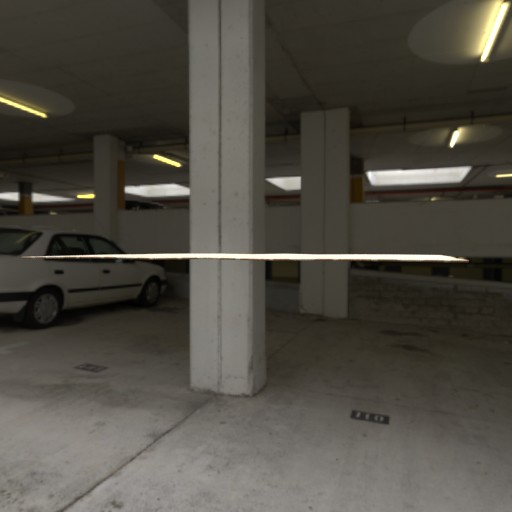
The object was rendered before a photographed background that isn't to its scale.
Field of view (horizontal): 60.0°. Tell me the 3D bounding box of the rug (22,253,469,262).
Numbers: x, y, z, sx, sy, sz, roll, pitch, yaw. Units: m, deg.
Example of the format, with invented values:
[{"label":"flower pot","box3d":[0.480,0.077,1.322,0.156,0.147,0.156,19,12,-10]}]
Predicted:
[{"label":"rug","box3d":[0.000,0.000,2.165,1.761,0.013,1.152,0,1,19]}]
